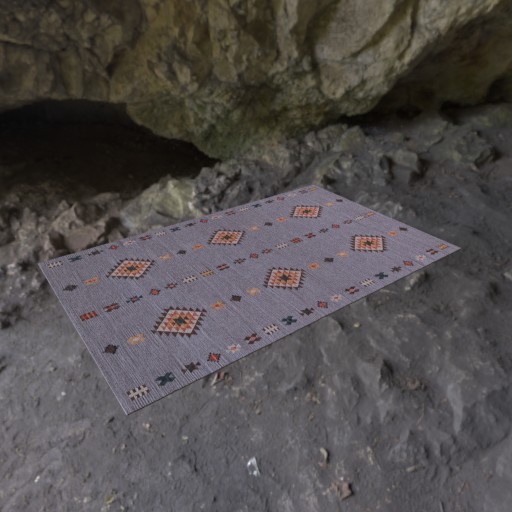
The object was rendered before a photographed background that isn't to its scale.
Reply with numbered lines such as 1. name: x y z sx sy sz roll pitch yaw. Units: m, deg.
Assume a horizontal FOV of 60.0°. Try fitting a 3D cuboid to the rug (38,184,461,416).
1. rug: 0.000 0.000 2.990 2.427 0.007 1.515 -20 36 -31
